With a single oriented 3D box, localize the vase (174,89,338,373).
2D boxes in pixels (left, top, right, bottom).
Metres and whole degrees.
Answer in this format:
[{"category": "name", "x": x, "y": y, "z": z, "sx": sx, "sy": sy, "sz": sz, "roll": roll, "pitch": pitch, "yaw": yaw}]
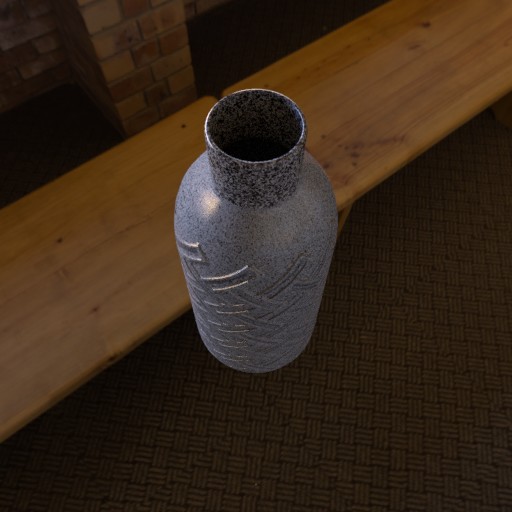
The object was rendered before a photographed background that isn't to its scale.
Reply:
[{"category": "vase", "x": 0.000, "y": 0.000, "z": 0.344, "sx": 0.122, "sy": 0.282, "sz": 0.122, "roll": 0, "pitch": 63, "yaw": 0}]
